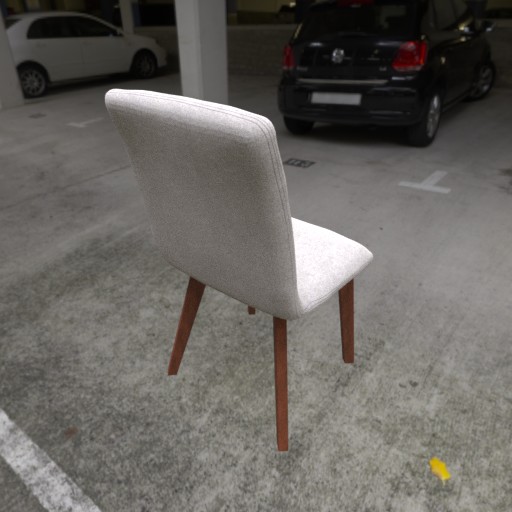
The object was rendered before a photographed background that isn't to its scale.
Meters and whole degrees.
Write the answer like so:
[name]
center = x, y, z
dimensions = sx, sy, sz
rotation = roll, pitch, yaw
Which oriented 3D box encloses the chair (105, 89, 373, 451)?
[chair]
center = 0.000, 0.000, 1.292
dimensions = 0.522, 0.974, 0.563
rotation = 22, 38, 32
